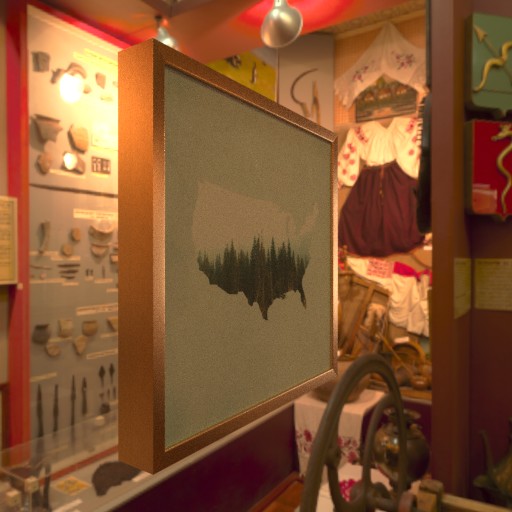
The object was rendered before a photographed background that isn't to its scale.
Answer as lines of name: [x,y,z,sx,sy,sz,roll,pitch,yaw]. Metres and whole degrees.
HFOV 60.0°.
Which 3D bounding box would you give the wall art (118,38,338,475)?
wall art: [0.000,0.000,0.444,0.038,0.304,0.304,0,0,35]
